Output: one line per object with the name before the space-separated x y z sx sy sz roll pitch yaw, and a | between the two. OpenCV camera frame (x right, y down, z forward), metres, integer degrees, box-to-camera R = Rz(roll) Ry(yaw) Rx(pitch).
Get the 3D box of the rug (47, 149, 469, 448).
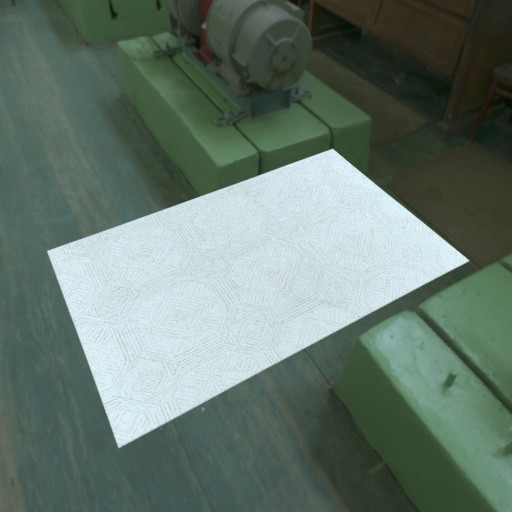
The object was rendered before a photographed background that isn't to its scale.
rug | 0.000 0.000 3.015 2.440 0.008 1.524 -23 52 -20
